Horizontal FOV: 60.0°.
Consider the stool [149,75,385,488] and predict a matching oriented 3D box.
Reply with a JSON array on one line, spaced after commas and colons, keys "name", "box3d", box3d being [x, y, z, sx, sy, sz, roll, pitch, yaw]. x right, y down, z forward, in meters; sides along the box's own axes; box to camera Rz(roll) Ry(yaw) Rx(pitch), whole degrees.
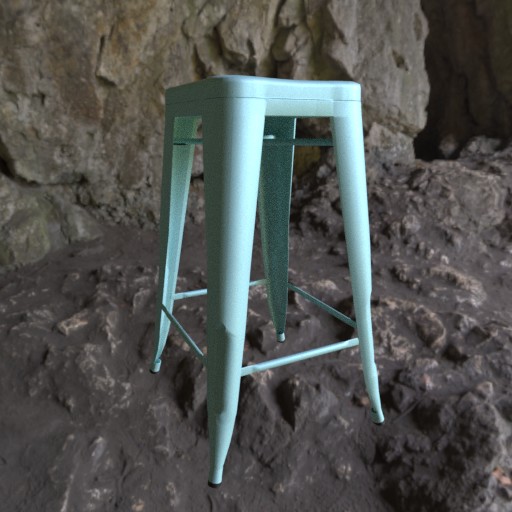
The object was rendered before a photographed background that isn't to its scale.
[{"name": "stool", "box3d": [0.000, 0.000, 0.846, 0.359, 0.609, 0.399, -8, 18, -26]}]
